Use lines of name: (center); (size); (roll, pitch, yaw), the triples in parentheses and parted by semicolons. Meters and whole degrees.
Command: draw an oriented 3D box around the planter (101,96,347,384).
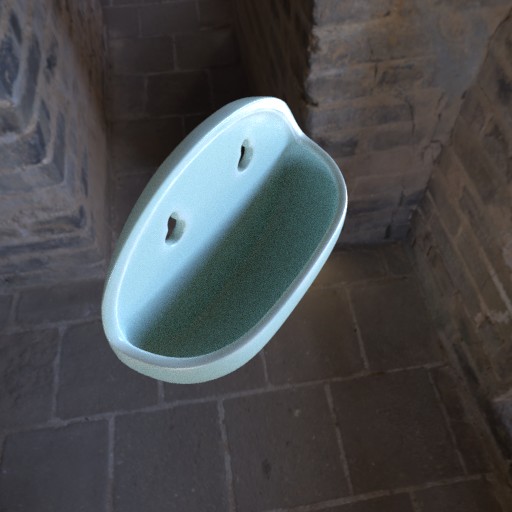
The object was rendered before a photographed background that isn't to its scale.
planter: (0.000, 0.000, 0.270); (0.073, 0.164, 0.189); (30, 62, 18)
